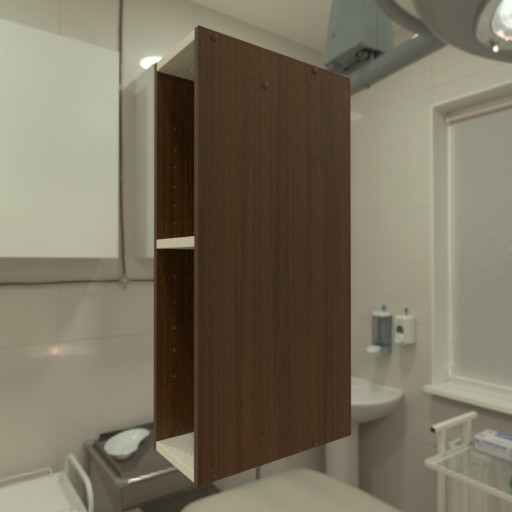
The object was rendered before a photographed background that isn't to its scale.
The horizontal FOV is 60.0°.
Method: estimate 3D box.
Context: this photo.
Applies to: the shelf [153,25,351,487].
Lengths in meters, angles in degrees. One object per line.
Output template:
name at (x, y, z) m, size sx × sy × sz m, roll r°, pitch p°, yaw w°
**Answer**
shelf at (0.000, 0.000, 0.718) m, size 0.290 × 0.600 × 0.147 m, roll 0°, pitch -1°, yaw -36°
